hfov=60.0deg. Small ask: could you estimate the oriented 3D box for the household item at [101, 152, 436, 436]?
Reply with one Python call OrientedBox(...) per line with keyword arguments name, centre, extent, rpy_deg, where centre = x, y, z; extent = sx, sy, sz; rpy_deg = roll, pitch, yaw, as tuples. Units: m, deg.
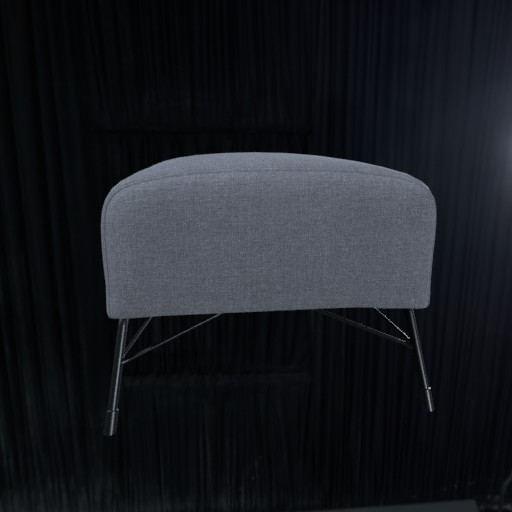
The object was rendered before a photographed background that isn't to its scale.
OrientedBox(name="household item", centre=(0.000, 0.000, 0.901), extent=(0.530, 0.410, 0.530), rpy_deg=(-2, 14, -7))
